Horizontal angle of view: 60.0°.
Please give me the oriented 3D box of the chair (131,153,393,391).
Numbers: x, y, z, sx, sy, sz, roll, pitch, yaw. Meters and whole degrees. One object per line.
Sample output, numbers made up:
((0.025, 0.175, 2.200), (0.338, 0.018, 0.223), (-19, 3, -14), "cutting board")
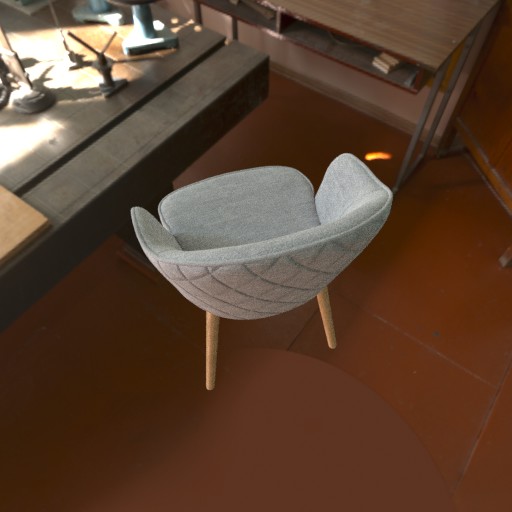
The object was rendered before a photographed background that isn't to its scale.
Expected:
((0.000, 0.000, 1.176), (0.540, 0.800, 0.530), (-16, 58, -10), "chair")
